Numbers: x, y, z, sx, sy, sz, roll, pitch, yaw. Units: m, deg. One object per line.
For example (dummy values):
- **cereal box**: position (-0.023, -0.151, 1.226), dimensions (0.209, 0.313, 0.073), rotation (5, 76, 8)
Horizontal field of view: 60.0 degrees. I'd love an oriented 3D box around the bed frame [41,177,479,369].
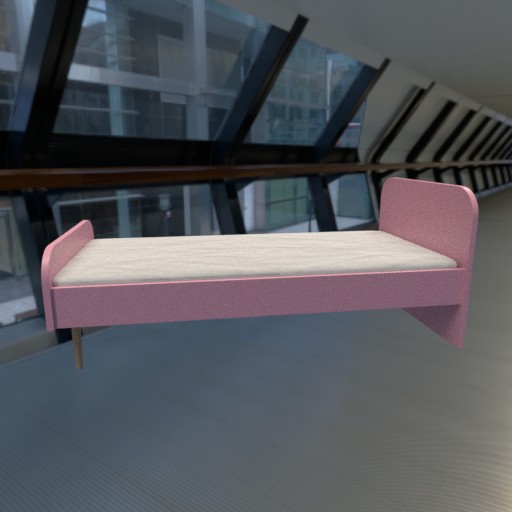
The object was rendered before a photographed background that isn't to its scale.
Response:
- **bed frame**: position (0.000, 0.000, 2.477), dimensions (1.963, 0.805, 0.998), rotation (-2, 14, -9)
